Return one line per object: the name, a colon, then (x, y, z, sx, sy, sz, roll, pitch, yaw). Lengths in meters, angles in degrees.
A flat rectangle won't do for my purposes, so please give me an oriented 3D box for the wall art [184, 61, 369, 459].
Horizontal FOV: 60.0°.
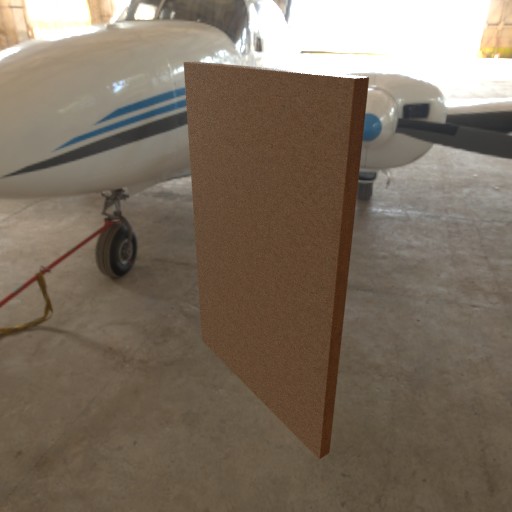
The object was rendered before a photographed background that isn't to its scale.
wall art: (0.000, 0.000, 1.168, 0.037, 0.914, 0.610, -18, 32, -31)
